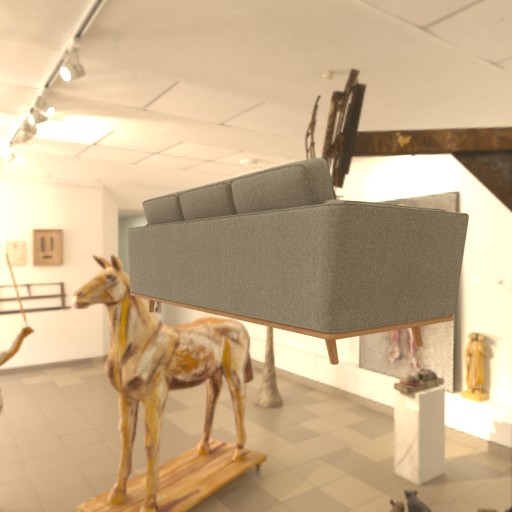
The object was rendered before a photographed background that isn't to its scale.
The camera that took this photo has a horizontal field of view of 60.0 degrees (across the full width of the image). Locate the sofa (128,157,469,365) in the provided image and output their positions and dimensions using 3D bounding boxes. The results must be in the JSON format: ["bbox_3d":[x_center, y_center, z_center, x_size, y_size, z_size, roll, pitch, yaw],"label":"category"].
[{"bbox_3d":[0.000,0.000,2.857,0.903,0.899,2.362,0,1,-36],"label":"sofa"}]
